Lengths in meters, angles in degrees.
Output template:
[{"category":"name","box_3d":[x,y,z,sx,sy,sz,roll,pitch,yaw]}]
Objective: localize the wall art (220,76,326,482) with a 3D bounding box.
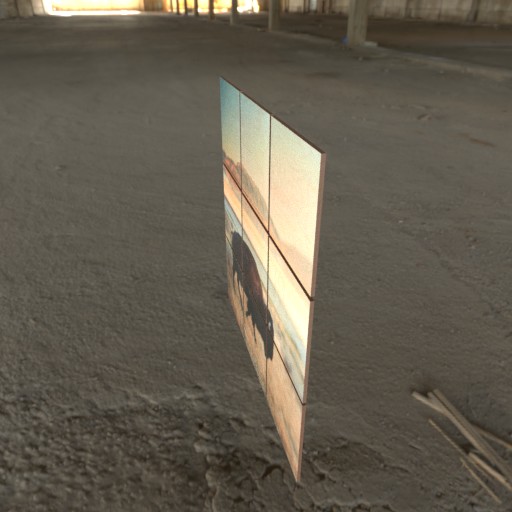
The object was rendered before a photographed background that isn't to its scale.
[{"category":"wall art","box_3d":[0.000,0.000,1.822,0.019,1.218,1.221,-8,31,-13]}]
